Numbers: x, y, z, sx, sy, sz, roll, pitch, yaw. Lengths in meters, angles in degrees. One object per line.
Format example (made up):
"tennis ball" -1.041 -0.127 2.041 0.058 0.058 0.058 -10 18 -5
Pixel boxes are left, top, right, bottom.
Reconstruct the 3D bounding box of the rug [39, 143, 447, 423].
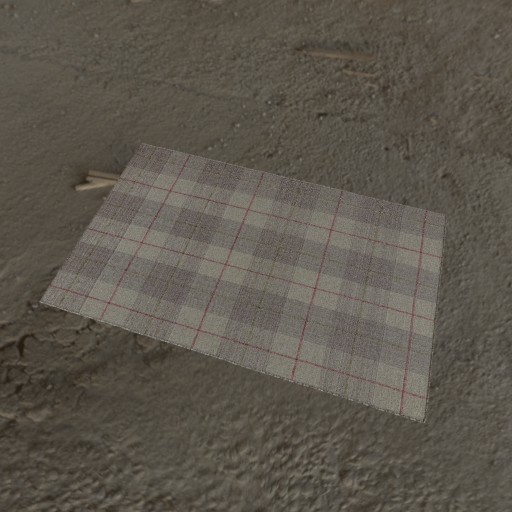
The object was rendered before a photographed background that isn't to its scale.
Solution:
"rug" 0.000 0.000 3.057 2.464 0.010 1.549 15 58 9
